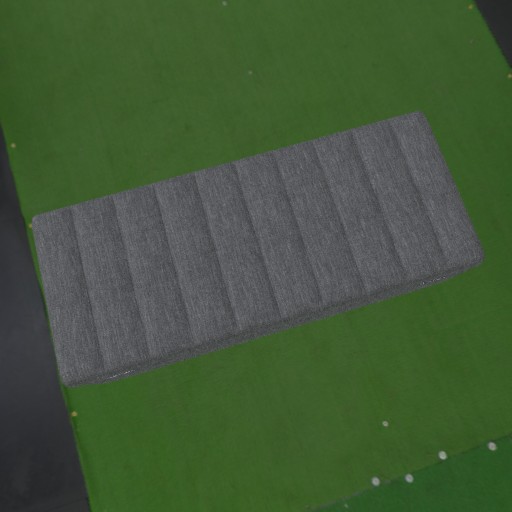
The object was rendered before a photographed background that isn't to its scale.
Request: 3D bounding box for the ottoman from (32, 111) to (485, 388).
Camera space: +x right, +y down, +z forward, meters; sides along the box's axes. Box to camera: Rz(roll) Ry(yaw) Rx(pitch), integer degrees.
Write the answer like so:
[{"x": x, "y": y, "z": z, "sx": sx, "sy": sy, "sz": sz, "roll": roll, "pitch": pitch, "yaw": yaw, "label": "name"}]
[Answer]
[{"x": 0.000, "y": 0.000, "z": 1.382, "sx": 1.151, "sy": 0.469, "sz": 0.482, "roll": -16, "pitch": 77, "yaw": -4, "label": "ottoman"}]
